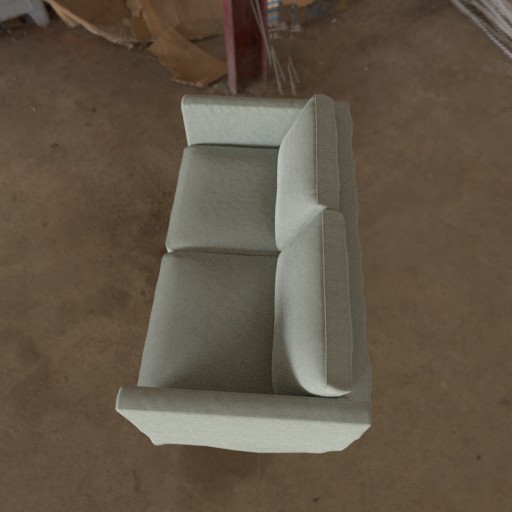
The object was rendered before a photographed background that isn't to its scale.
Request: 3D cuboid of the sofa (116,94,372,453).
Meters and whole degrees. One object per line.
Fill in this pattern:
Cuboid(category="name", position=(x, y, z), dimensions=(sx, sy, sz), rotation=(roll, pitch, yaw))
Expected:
Cuboid(category="sofa", position=(0.000, 0.000, 2.245), dimensions=(0.944, 0.830, 1.727), rotation=(3, 59, 2))
